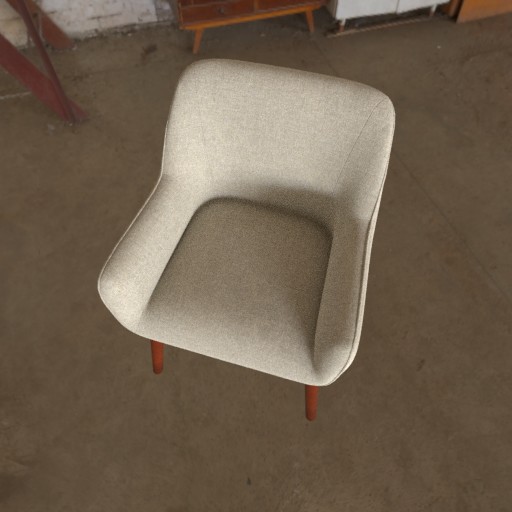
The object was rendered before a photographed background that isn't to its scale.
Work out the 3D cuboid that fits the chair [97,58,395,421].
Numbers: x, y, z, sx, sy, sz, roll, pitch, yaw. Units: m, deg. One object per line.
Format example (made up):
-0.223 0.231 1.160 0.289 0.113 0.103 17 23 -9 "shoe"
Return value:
0.000 0.000 1.258 0.610 0.813 0.610 14 57 9 "chair"
